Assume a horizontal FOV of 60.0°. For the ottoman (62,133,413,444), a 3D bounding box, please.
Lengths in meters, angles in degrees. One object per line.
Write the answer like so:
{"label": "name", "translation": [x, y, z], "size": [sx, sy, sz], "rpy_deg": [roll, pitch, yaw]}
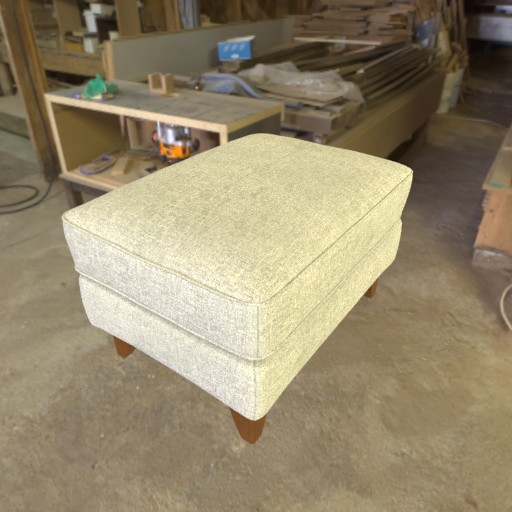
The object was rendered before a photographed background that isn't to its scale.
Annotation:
{"label": "ottoman", "translation": [0.000, 0.000, 1.383], "size": [0.661, 0.561, 0.889], "rpy_deg": [21, 38, 29]}
